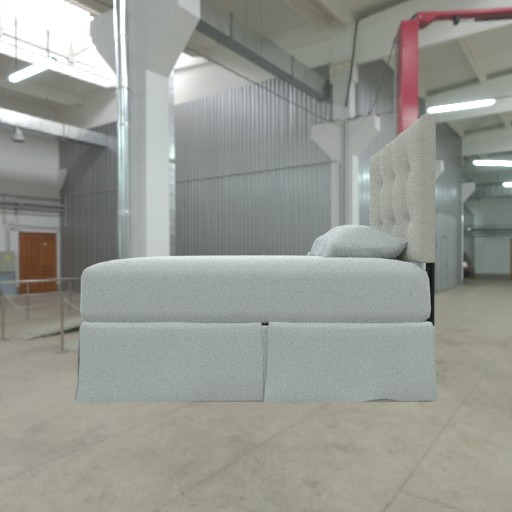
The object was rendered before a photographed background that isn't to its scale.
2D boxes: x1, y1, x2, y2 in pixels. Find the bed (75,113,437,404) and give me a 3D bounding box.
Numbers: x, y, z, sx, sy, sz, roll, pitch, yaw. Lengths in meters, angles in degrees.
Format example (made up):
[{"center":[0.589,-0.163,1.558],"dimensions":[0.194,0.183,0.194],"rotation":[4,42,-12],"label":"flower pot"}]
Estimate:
[{"center":[0.000,0.000,2.975],"dimensions":[1.997,1.571,1.261],"rotation":[0,1,0],"label":"bed"}]
